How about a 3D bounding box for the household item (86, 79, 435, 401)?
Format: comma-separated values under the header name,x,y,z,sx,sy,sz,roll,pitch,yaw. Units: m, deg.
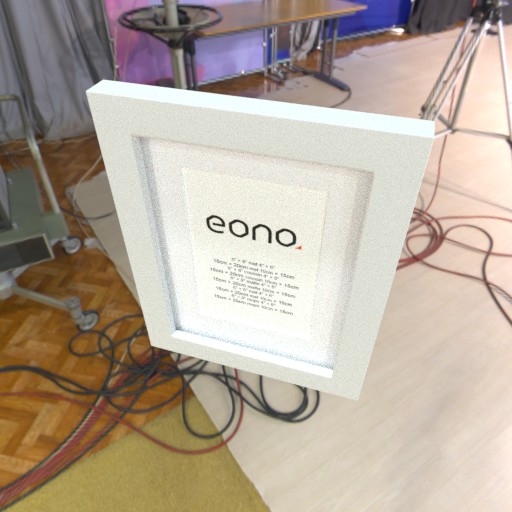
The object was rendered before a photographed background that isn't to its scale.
name,x,y,z,sx,sy,sz,roll,pitch,yaw
household item,0.000,0.000,0.342,0.200,0.250,0.045,12,43,13
